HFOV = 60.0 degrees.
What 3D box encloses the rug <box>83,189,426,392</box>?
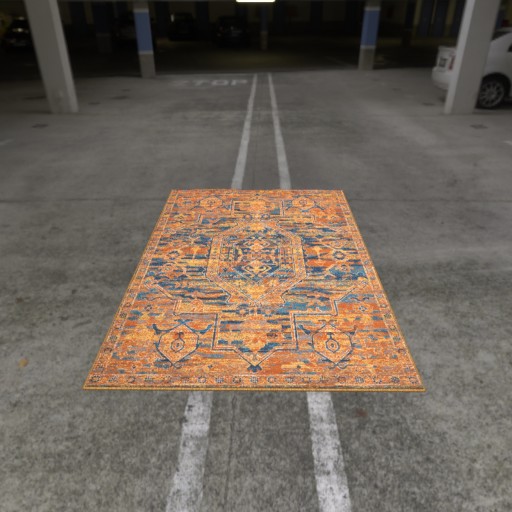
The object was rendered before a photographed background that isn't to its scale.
[{"bbox_3d":[0.000,0.000,2.231,1.148,0.013,1.758,0,31,0],"label":"rug"}]
